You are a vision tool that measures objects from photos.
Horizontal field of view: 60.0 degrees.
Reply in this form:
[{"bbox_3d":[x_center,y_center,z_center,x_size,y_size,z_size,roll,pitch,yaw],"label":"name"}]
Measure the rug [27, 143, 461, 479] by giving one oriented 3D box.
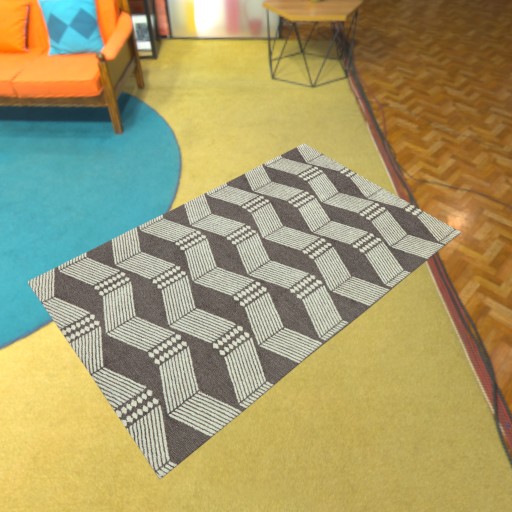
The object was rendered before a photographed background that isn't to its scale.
[{"bbox_3d":[0.000,0.000,2.901,2.435,0.011,1.517,-32,54,-27],"label":"rug"}]
